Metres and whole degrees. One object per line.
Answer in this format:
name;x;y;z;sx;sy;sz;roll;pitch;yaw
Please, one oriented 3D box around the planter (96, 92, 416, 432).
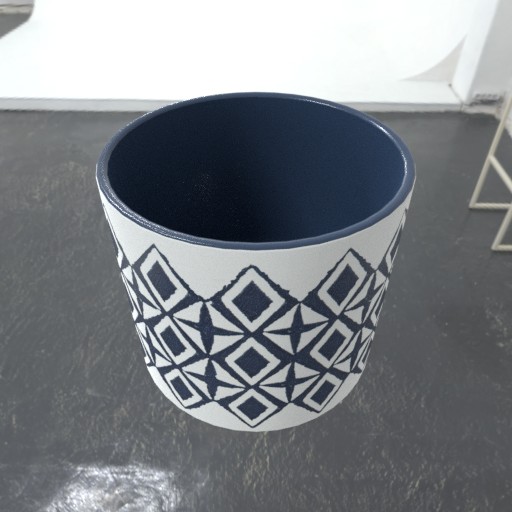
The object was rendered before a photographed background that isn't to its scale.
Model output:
planter;0.000;0.000;0.312;0.182;0.165;0.182;0;41;0
